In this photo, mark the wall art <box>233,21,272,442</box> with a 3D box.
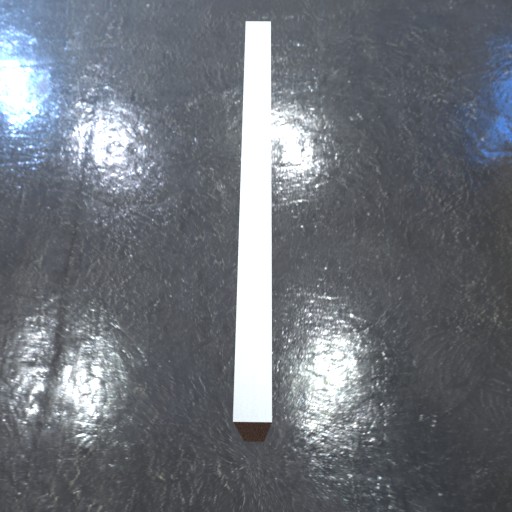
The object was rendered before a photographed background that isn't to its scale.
[{"bbox_3d":[0.000,0.000,0.743,0.037,0.450,0.557,1,65,0],"label":"wall art"}]
